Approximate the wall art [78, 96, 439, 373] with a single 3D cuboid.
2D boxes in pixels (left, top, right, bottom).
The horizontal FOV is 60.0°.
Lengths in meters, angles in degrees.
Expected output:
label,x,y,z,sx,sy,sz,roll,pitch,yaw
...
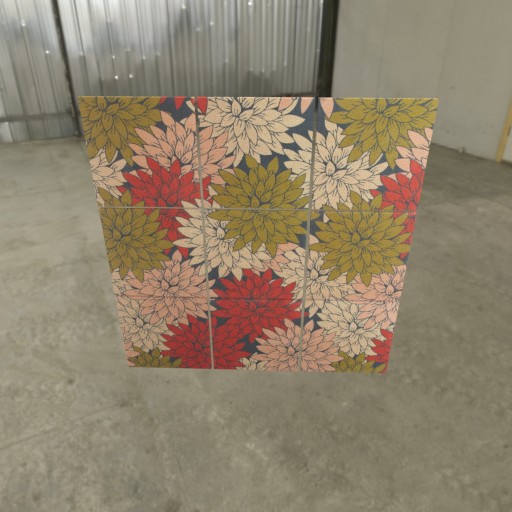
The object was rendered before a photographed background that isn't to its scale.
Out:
label,x,y,z,sx,sy,sz,roll,pitch,yaw
wall art,0.000,0.000,1.338,0.904,0.913,0.013,1,29,2
